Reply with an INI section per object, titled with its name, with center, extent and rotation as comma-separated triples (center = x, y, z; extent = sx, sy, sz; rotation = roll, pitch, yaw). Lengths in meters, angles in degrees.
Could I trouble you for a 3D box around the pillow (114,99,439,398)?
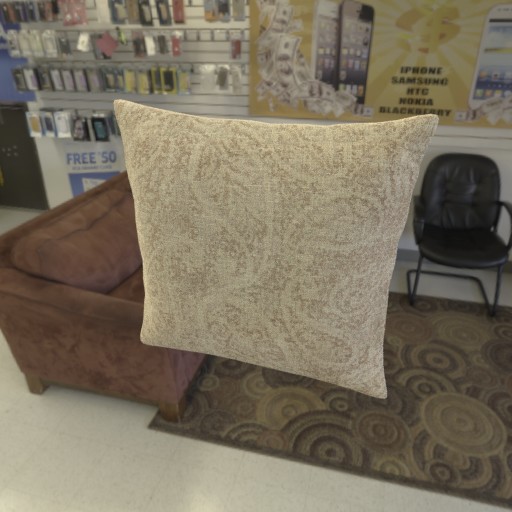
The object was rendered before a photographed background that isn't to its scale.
[pillow]
center = 0.000, 0.000, 0.789
extent = 0.523, 0.510, 0.166
rotation = 8, 28, 16
